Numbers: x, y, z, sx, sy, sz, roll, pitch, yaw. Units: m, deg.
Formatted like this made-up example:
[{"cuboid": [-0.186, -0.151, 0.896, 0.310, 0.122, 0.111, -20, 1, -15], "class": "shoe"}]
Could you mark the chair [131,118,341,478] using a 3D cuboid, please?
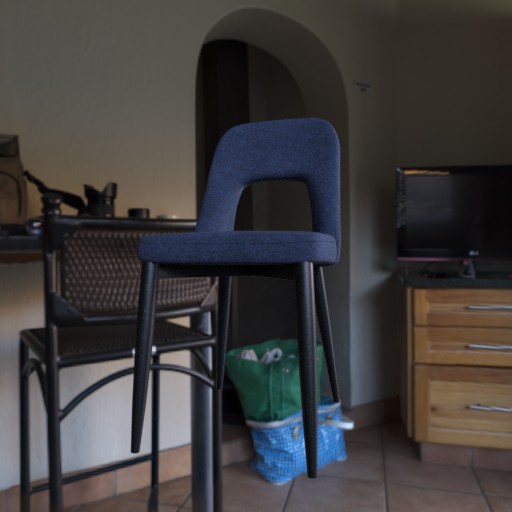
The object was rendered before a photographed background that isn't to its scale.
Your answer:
[{"cuboid": [0.000, 0.000, 1.258, 0.470, 0.931, 0.612, 0, 0, 16], "class": "chair"}]
